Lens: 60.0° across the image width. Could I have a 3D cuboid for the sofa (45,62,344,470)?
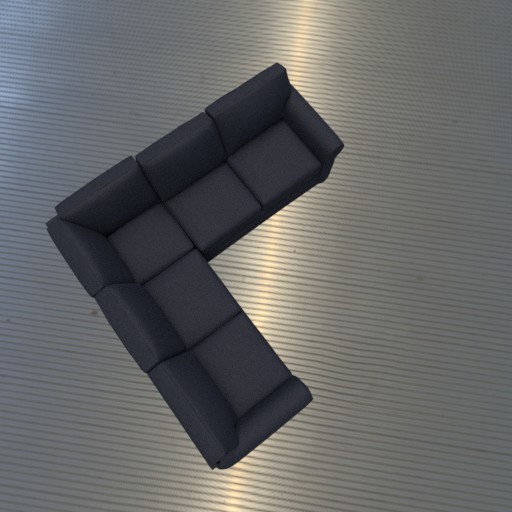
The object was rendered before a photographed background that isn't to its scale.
[{"bbox_3d":[0.000,0.000,3.922,2.562,1.042,2.487,-36,78,-9],"label":"sofa"}]
